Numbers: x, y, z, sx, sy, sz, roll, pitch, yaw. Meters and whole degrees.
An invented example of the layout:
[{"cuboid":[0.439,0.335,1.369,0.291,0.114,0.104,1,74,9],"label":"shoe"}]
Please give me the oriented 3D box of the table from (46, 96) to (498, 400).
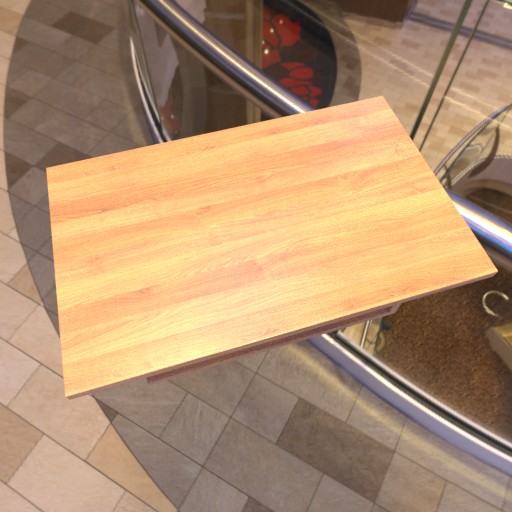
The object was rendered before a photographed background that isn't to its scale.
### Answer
[{"cuboid":[0.000,0.000,1.427,1.100,0.442,0.700,-15,61,-8],"label":"table"}]
